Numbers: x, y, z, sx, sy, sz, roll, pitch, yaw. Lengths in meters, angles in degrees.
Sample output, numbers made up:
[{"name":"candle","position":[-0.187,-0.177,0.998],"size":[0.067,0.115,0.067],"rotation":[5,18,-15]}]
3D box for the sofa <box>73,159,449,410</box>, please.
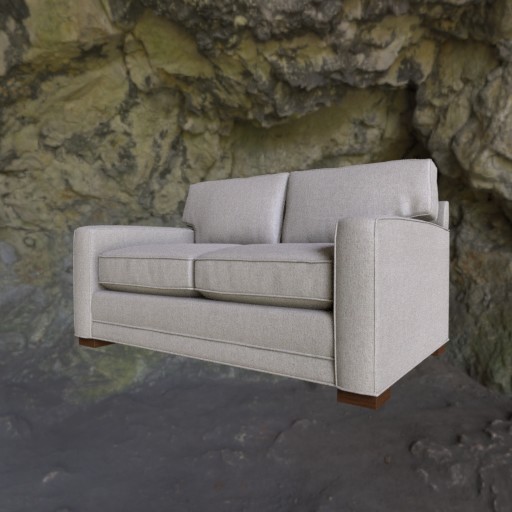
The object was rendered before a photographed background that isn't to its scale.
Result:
[{"name":"sofa","position":[0.000,0.000,2.042],"size":[1.484,0.853,0.940],"rotation":[1,2,35]}]
